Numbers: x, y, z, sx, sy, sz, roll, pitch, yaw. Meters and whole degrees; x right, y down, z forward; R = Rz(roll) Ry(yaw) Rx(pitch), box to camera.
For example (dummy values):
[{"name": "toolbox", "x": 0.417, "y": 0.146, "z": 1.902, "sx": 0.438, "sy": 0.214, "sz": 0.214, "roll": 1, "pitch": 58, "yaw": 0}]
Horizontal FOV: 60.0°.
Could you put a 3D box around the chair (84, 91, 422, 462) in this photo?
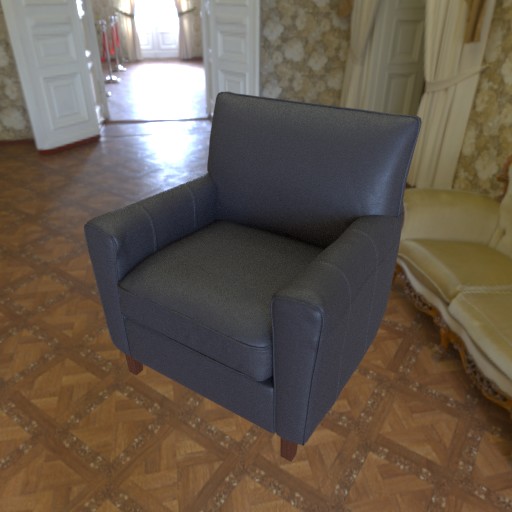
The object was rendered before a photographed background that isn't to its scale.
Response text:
[{"name": "chair", "x": 0.000, "y": 0.000, "z": 1.592, "sx": 0.870, "sy": 0.943, "sz": 0.825, "roll": 18, "pitch": 35, "yaw": 28}]
